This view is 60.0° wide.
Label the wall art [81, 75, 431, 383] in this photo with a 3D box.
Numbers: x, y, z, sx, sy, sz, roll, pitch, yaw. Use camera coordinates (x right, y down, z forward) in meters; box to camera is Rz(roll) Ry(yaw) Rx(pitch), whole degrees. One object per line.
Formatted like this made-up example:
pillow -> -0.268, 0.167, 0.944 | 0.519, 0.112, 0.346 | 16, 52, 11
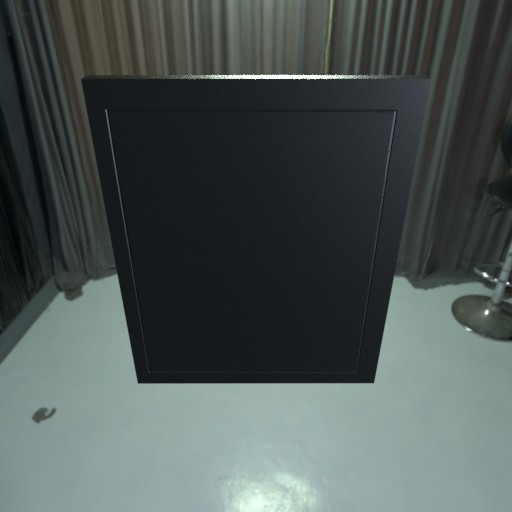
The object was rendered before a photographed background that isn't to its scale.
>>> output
wall art -> 0.000, 0.000, 0.737 | 0.461, 0.558, 0.031 | 0, 30, 0
